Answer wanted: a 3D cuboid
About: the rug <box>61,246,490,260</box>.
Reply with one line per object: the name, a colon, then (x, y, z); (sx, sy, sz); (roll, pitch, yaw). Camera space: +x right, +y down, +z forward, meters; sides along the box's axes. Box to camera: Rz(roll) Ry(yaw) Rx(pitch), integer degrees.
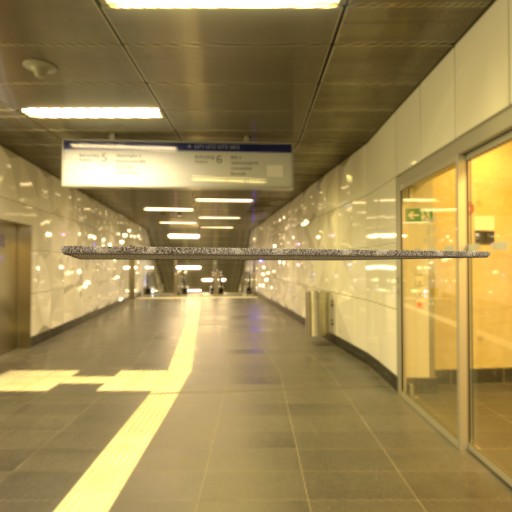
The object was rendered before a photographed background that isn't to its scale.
rug: (0.000, 0.000, 2.088); (1.600, 0.025, 1.200); (0, -1, -20)
